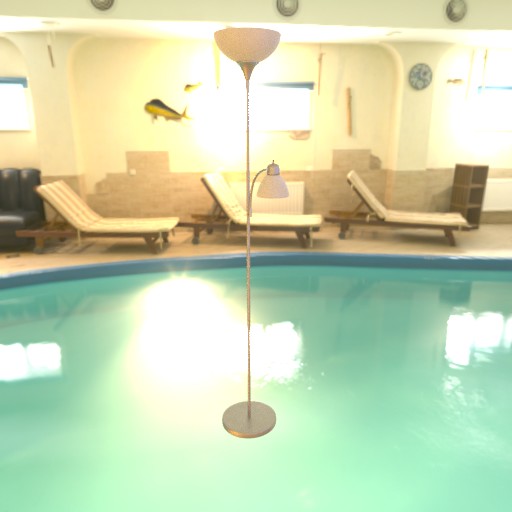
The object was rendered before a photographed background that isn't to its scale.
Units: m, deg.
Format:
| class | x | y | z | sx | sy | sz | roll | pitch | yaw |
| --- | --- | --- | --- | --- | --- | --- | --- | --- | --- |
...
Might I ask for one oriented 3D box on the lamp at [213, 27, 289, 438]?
| class | x | y | z | sx | sy | sz | roll | pitch | yaw |
| --- | --- | --- | --- | --- | --- | --- | --- | --- | --- |
| lamp | 0.000 | 0.000 | 1.956 | 0.279 | 1.804 | 0.425 | -8 | 18 | -25 |
